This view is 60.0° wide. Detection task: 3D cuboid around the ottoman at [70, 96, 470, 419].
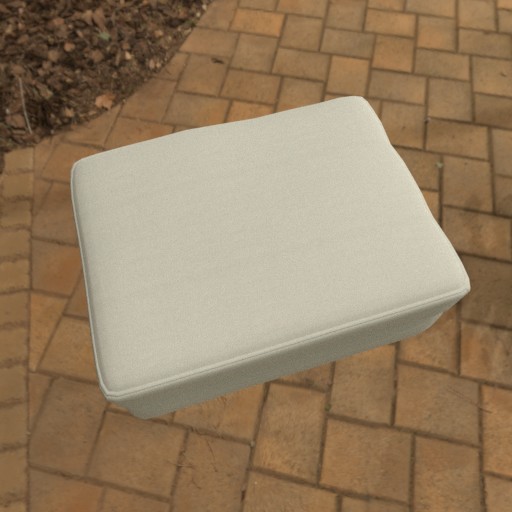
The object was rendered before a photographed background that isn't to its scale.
[{"bbox_3d":[0.000,0.000,1.204,0.818,0.496,0.634,-15,64,-8],"label":"ottoman"}]
